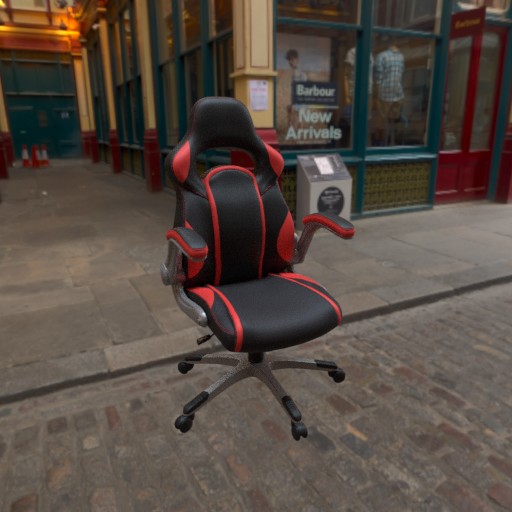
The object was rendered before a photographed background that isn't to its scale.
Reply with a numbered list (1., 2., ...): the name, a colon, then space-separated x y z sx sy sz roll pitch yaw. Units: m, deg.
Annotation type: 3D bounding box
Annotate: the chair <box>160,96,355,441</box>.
1. chair: 0.000 0.000 1.674 0.758 1.165 0.712 -8 18 -26
